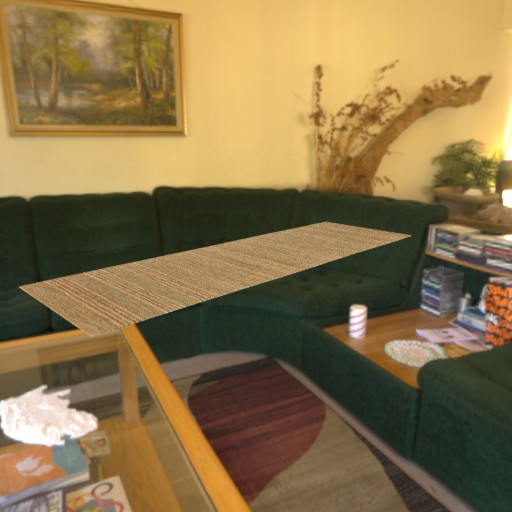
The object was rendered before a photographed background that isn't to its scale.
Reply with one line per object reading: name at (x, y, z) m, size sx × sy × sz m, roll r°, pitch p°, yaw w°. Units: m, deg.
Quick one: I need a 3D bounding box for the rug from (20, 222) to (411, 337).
rug at (0.000, 0.000, 2.692) m, size 2.438 × 0.006 × 0.783 m, roll -14°, pitch 20°, yaw -43°
